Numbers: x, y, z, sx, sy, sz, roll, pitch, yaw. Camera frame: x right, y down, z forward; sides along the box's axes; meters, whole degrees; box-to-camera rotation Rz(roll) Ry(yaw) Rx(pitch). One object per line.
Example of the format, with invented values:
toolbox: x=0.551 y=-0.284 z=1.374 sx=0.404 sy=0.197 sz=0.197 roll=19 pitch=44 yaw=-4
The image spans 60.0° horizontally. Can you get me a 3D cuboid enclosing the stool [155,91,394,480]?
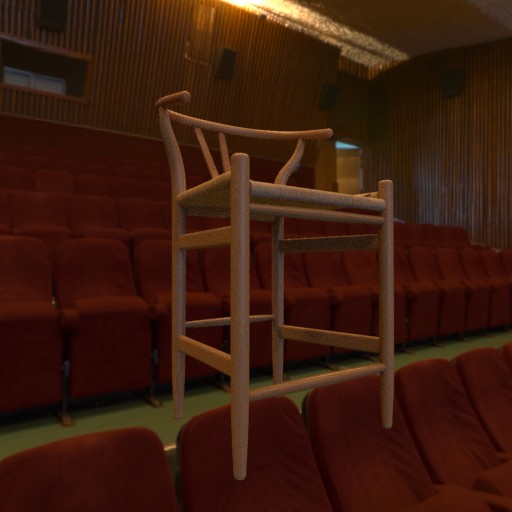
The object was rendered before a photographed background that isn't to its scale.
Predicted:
stool: x=0.000 y=0.000 z=1.274 sx=0.536 sy=0.923 sz=0.575 roll=1 pitch=-2 yaw=-37
